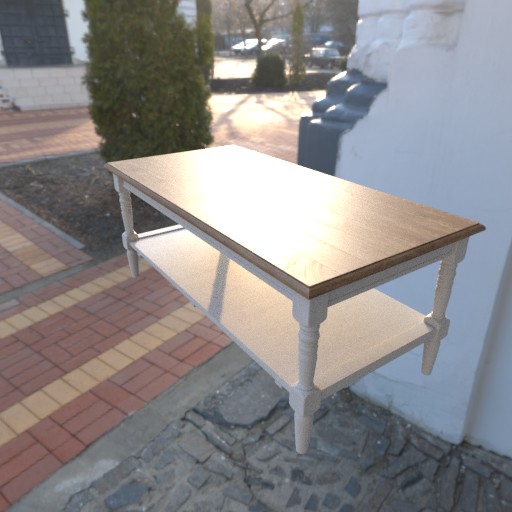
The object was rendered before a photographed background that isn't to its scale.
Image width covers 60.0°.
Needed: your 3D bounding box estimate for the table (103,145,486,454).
[{"bbox_3d":[0.000,0.000,1.420,0.559,0.458,1.118,-17,30,-31],"label":"table"}]
